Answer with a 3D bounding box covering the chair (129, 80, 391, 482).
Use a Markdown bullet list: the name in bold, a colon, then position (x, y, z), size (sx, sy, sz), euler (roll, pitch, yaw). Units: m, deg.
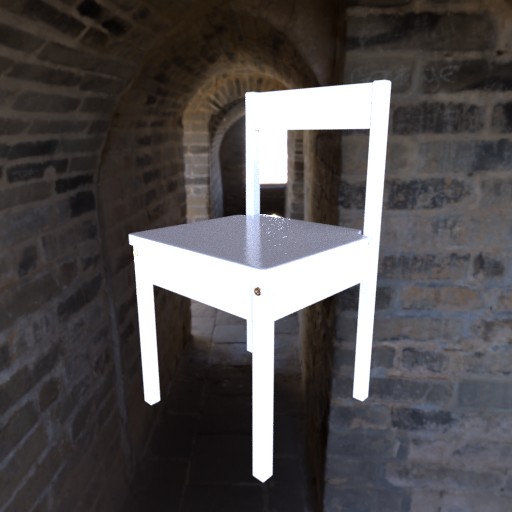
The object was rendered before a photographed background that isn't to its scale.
- **chair**: position (0.000, 0.000, 0.900), size (0.367, 0.668, 0.361), euler (14, 20, 41)
